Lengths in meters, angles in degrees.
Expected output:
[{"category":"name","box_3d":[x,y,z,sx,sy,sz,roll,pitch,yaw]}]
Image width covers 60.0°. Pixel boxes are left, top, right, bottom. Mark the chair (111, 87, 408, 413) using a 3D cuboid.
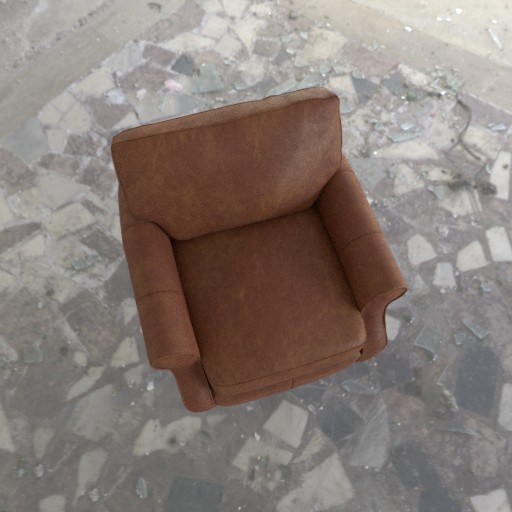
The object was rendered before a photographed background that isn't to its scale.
[{"category":"chair","box_3d":[0.000,0.000,1.798,0.983,0.962,0.986,-15,65,-7]}]
